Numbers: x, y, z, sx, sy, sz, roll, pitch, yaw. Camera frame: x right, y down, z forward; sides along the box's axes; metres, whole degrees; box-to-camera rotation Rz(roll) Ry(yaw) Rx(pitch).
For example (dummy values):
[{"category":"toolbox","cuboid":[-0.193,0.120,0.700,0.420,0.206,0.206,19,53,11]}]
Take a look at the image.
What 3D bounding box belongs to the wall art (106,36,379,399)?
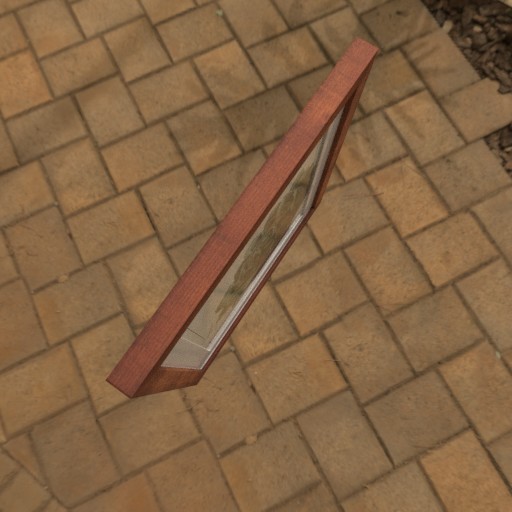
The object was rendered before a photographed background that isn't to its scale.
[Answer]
[{"category":"wall art","cuboid":[0.000,0.000,0.831,0.037,0.572,0.554,33,78,8]}]
